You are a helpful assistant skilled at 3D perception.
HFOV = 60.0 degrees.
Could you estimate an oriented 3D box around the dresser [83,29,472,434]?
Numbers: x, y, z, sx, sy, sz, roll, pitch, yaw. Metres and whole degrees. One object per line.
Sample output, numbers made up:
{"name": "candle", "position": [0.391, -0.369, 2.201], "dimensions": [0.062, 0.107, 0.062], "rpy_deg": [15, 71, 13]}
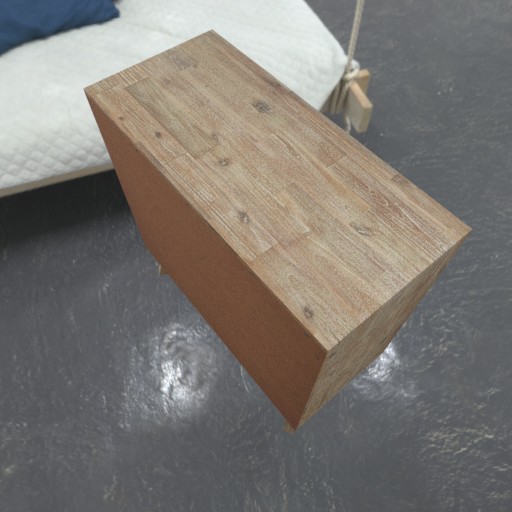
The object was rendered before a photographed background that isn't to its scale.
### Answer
{"name": "dresser", "position": [0.000, 0.000, 1.570], "dimensions": [0.455, 1.029, 0.998], "rpy_deg": [-35, 65, -19]}
